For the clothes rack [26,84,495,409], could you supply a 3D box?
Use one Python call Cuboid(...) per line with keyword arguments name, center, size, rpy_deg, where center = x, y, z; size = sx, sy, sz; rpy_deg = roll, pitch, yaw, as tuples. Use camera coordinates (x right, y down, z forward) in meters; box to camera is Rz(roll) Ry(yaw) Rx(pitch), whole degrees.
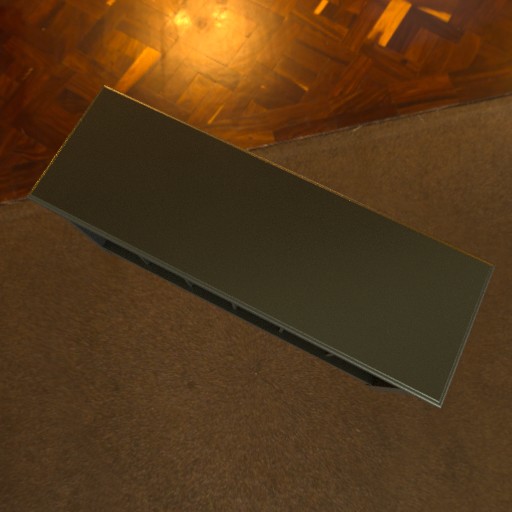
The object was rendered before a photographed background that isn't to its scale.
Cuboid(name="clothes rack", center=(0.000, 0.000, 1.456), size=(1.219, 0.556, 0.406), rpy_deg=(26, 77, 7))
